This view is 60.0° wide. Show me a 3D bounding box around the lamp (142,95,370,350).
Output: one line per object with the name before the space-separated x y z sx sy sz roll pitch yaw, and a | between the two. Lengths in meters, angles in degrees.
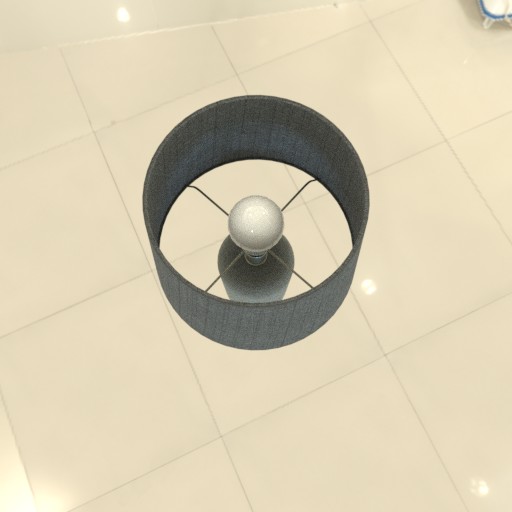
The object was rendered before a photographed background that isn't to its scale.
lamp | 0.000 0.000 0.594 0.251 0.429 0.251 0 75 0
